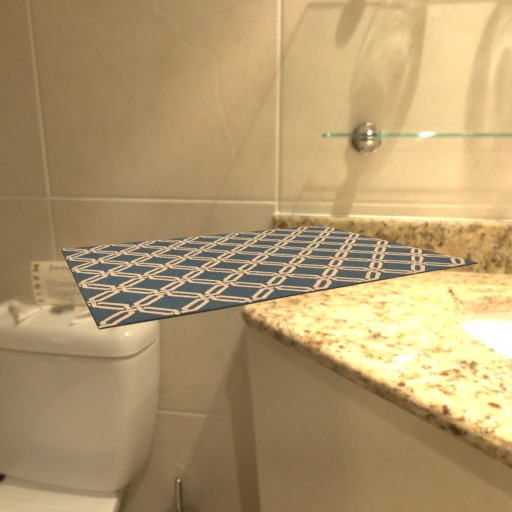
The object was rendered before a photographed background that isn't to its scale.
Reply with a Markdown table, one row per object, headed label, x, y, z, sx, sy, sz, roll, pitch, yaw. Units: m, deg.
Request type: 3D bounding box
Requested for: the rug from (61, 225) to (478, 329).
| label | x | y | z | sx | sy | sz | roll | pitch | yaw |
| --- | --- | --- | --- | --- | --- | --- | --- | --- | --- |
| rug | 0.000 | 0.000 | 4.363 | 3.342 | 0.018 | 2.432 | -7 | 15 | -27 |
